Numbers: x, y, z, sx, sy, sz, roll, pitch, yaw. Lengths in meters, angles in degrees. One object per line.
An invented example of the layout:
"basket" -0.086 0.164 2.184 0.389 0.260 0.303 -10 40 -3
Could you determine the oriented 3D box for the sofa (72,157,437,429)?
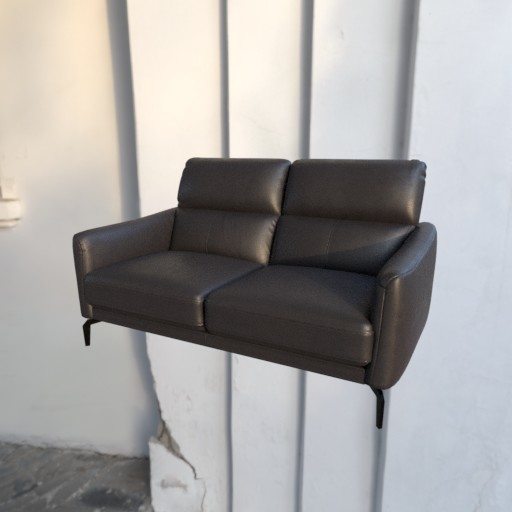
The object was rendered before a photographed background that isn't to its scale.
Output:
"sofa" 0.000 0.000 2.167 1.596 0.920 0.958 7 15 27
